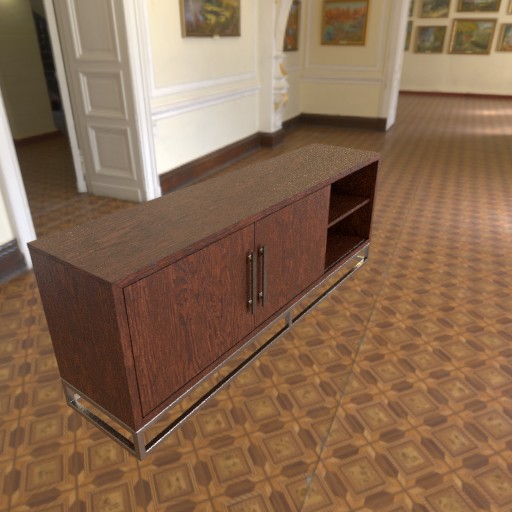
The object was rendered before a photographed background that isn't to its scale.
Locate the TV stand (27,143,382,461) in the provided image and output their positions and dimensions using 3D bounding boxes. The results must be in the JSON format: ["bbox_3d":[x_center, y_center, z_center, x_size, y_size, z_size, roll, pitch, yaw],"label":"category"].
[{"bbox_3d":[0.000,0.000,1.761,0.382,0.578,1.541,18,32,32],"label":"TV stand"}]
